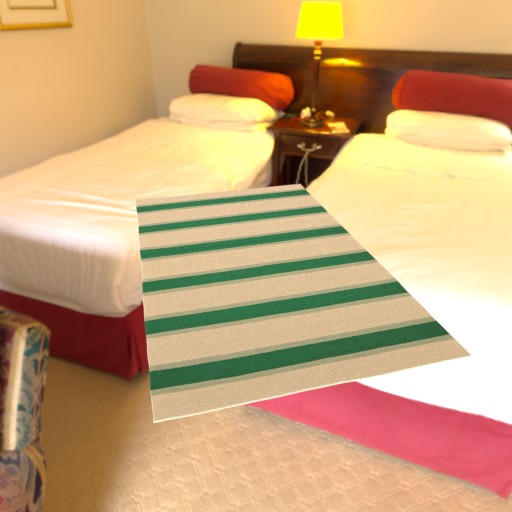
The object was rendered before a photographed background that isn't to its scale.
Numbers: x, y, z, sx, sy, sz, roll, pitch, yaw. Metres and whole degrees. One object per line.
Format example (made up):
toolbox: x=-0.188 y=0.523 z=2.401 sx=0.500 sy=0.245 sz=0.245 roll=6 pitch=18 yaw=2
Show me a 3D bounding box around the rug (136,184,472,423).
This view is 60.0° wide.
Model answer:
rug: x=0.000 y=0.000 z=2.997 sx=1.521 sy=0.015 sz=2.436 roll=-8 pitch=31 yaw=-13
